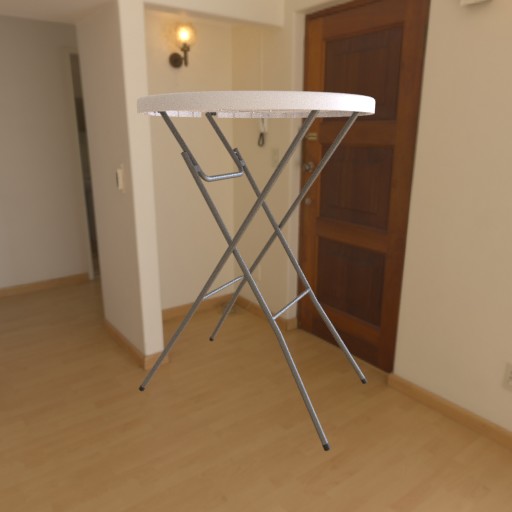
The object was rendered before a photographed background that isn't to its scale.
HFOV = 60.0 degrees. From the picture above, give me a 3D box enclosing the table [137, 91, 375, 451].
[{"bbox_3d":[0.000,0.000,1.668,0.795,1.105,0.792,8,18,27],"label":"table"}]
